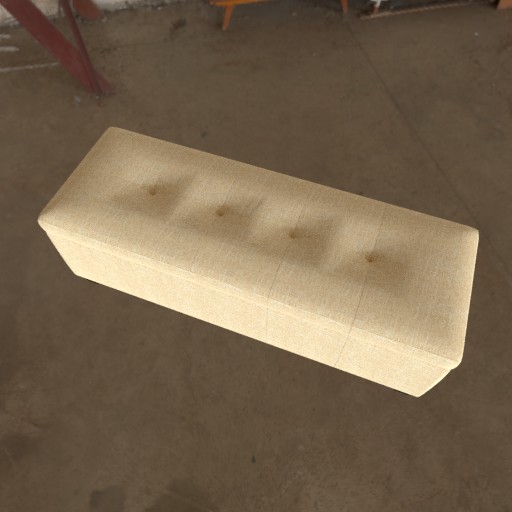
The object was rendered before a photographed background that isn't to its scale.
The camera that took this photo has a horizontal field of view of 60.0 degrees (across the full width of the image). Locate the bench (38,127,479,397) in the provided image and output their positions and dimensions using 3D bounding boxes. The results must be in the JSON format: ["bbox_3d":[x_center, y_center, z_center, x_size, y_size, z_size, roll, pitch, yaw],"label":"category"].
[{"bbox_3d":[0.000,0.000,1.424,1.219,0.406,0.432,18,60,11],"label":"bench"}]
